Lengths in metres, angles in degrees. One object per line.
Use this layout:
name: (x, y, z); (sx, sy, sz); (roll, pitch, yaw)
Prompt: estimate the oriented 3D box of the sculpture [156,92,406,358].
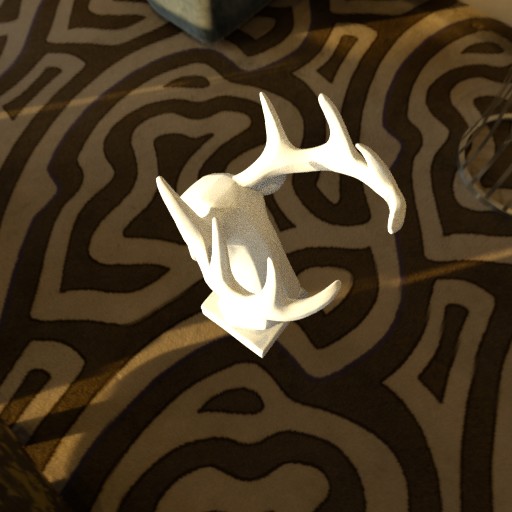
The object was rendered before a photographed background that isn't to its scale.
sculpture: (0.000, 0.000, 0.467); (0.224, 0.329, 0.174); (34, 68, 16)
